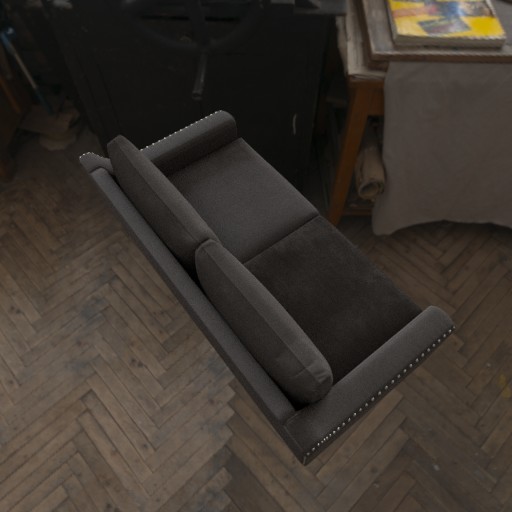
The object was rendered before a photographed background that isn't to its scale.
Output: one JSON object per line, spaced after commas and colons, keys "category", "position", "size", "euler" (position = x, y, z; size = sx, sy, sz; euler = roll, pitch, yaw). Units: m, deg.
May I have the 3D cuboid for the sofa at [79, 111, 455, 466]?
{"category": "sofa", "position": [0.000, 0.000, 3.255], "size": [1.336, 1.196, 2.550], "euler": [-33, 64, -19]}
